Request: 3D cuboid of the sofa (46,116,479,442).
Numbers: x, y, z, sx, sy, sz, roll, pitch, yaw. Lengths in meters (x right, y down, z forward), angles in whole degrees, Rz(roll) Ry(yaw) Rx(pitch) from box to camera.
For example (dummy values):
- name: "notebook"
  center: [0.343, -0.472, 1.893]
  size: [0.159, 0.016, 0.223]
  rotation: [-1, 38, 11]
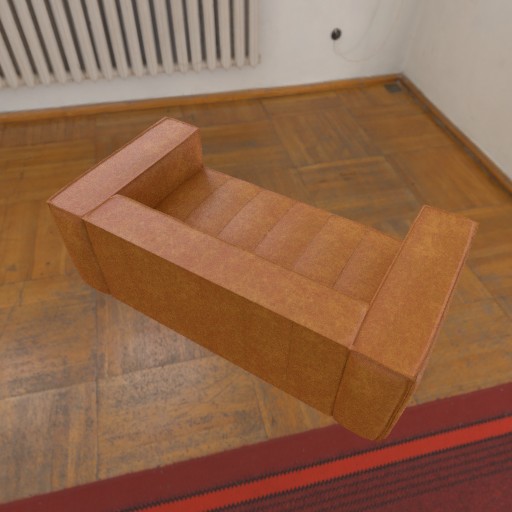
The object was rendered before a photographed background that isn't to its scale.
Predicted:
- name: "sofa"
  center: [0.000, 0.000, 2.568]
  size: [2.088, 0.703, 1.102]
  rotation: [24, 51, 21]
